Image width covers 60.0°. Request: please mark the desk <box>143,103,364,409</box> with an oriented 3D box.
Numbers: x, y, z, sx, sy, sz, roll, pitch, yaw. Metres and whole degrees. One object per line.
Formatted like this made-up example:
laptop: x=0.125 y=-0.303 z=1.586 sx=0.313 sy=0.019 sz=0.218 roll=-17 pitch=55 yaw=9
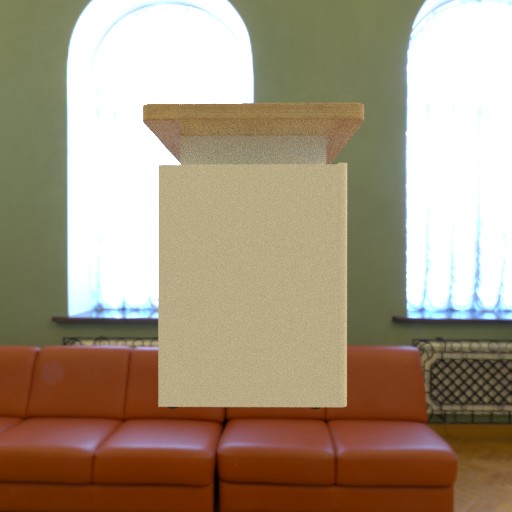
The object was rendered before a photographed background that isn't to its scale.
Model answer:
desk: x=0.000 y=0.000 z=1.828 sx=0.550 sy=0.755 sz=1.500 roll=0 pitch=0 yaw=1
